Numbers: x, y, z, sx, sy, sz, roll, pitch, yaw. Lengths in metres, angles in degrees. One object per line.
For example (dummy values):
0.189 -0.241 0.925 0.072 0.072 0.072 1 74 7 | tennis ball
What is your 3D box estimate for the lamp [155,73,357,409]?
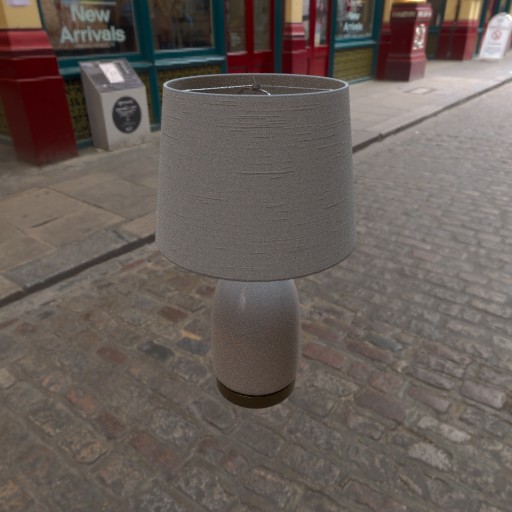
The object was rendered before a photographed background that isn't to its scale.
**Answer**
0.000 0.000 0.659 0.285 0.483 0.285 0 28 0 | lamp
